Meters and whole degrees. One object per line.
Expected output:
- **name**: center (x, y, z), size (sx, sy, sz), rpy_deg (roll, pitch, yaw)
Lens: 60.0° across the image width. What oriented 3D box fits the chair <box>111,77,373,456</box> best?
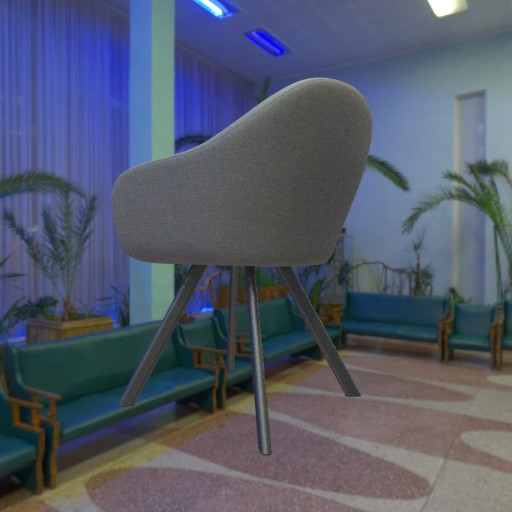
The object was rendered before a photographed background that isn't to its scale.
- **chair**: center (0.000, 0.000, 1.168), size (0.570, 0.780, 0.540), rpy_deg (0, 1, 36)
